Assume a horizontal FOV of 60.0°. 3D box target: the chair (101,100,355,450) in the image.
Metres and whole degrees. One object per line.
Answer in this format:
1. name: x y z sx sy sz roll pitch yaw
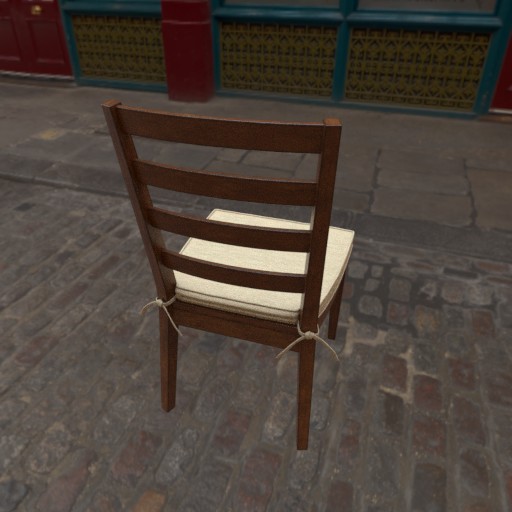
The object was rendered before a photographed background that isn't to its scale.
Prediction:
1. chair: 0.000 0.000 1.335 0.593 0.979 0.595 10 33 15
